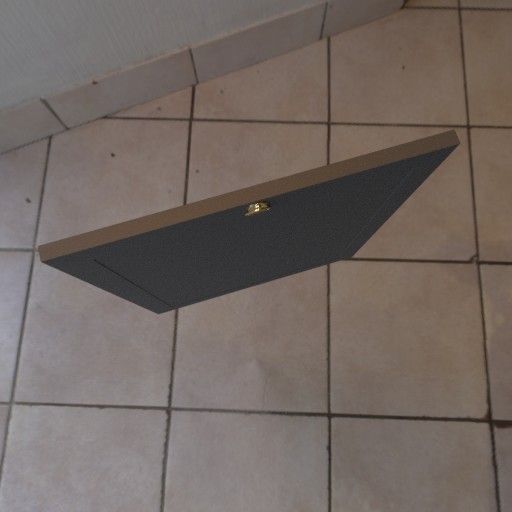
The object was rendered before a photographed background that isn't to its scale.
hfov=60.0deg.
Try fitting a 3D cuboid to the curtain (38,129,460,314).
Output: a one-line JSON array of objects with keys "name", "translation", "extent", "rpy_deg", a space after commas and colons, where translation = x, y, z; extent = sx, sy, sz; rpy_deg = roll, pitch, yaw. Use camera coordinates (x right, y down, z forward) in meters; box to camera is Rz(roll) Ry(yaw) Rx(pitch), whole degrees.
[{"name": "curtain", "translation": [0.000, 0.000, 0.775], "extent": [0.483, 0.585, 0.027], "rpy_deg": [-16, 78, -4]}]
